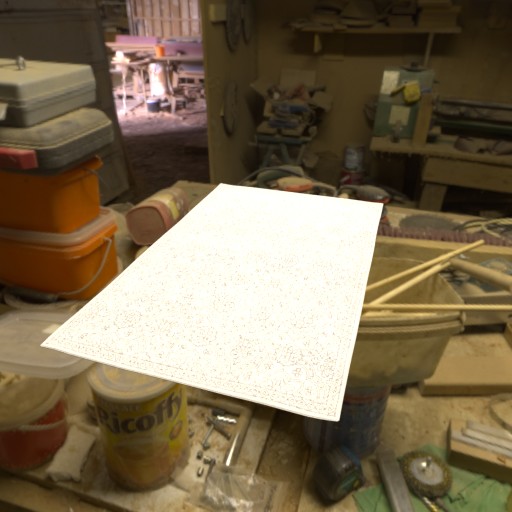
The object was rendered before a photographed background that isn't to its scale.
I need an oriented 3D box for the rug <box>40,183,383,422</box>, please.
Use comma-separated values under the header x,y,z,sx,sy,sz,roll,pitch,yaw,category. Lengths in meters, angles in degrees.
x,y,z,sx,sy,sz,roll,pitch,yaw,category
0.000,0.000,3.035,1.518,0.023,2.434,9,31,16,rug
